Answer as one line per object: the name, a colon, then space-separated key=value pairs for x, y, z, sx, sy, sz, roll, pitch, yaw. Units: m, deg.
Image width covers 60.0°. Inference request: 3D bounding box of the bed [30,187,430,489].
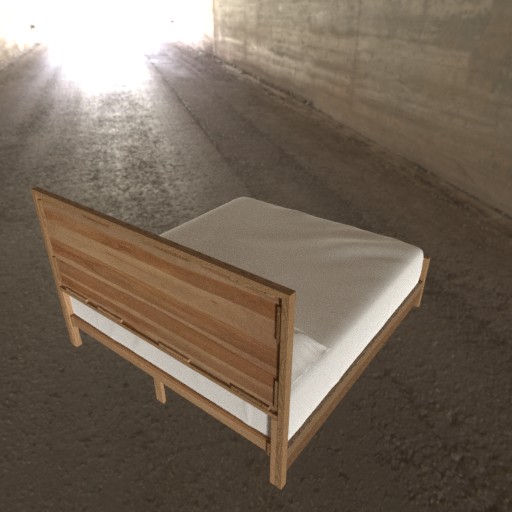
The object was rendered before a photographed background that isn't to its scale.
bed: x=0.000 y=0.000 z=3.414 sx=2.013 sy=1.295 sz=2.184 roll=21 pitch=35 yaw=32
